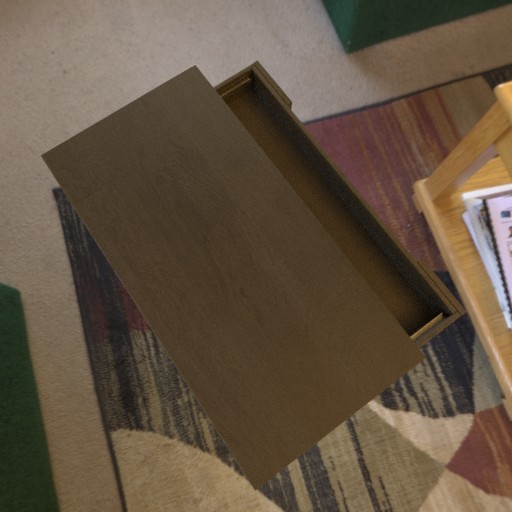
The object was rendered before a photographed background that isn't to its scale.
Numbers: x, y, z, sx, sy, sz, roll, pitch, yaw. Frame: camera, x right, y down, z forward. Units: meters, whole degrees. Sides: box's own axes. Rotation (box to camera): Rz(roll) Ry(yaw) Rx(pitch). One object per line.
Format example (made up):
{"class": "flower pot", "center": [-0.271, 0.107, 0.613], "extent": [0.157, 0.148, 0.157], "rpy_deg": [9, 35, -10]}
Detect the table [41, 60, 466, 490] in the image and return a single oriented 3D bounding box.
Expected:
{"class": "table", "center": [0.000, 0.000, 1.411], "extent": [0.711, 0.570, 1.000], "rpy_deg": [-34, 78, -9]}
